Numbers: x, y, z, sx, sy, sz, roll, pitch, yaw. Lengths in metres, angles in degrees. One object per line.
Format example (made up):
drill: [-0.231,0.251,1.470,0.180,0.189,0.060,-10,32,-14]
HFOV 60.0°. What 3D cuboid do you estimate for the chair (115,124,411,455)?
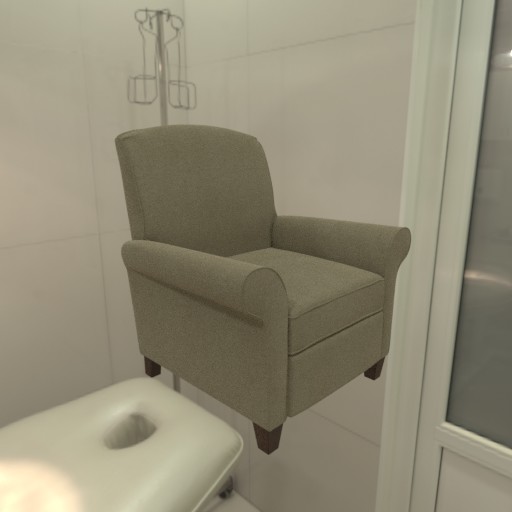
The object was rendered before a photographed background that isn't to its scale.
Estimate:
chair: [0.000,0.000,1.831,0.905,1.061,0.978,14,20,43]
